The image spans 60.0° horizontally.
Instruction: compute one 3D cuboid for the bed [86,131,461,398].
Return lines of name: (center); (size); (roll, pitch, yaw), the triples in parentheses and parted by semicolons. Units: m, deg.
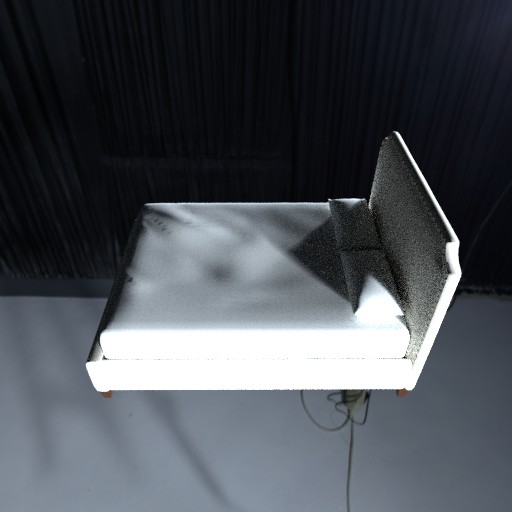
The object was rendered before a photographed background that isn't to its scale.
bed: (0.000, 0.000, 3.509); (2.365, 1.443, 1.712); (0, 41, 0)
